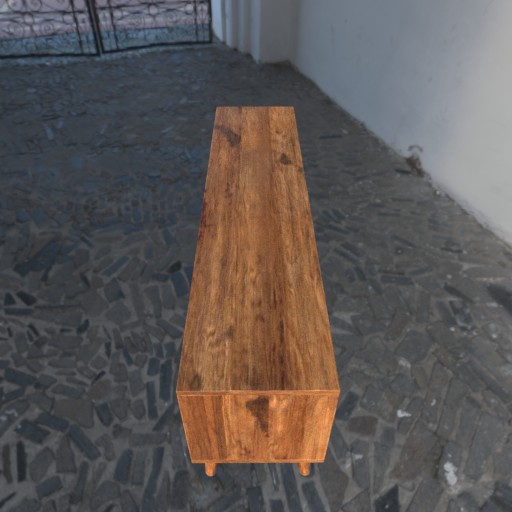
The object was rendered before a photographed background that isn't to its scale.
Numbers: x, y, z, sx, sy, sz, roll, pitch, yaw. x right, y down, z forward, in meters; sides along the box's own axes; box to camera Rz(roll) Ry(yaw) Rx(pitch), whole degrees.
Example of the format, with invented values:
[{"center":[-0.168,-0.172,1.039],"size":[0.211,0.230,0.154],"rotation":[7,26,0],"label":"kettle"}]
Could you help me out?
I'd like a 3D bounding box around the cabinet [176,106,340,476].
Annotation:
[{"center":[0.000,0.000,1.654],"size":[0.349,0.528,1.448],"rotation":[0,42,0],"label":"cabinet"}]
